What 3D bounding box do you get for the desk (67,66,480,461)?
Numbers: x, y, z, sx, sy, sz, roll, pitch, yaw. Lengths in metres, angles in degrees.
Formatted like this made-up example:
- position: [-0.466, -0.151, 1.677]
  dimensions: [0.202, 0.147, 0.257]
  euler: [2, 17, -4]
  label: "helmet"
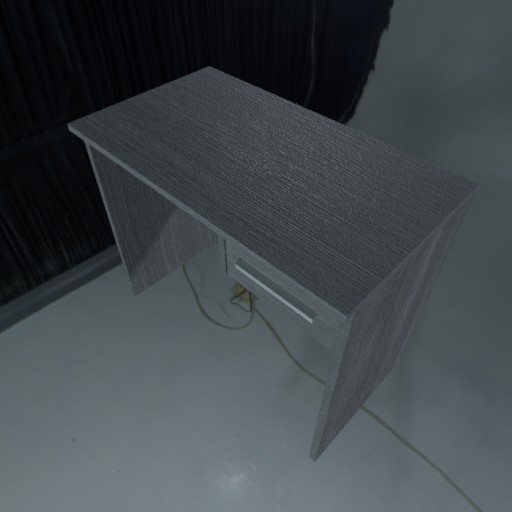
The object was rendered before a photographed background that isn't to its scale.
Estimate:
- position: [0.000, 0.000, 1.328]
  dimensions: [0.893, 0.724, 0.498]
  euler: [35, 55, 29]
  label: "desk"
